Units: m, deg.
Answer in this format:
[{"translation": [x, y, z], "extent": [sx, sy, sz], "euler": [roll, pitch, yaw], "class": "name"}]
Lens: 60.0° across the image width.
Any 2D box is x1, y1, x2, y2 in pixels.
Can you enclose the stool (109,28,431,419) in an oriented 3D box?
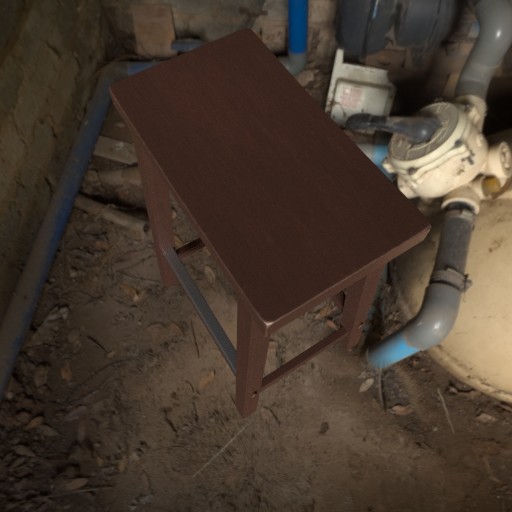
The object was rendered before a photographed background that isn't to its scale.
[{"translation": [0.000, 0.000, 0.831], "extent": [0.322, 0.610, 0.406], "euler": [-29, 67, -14], "class": "stool"}]
